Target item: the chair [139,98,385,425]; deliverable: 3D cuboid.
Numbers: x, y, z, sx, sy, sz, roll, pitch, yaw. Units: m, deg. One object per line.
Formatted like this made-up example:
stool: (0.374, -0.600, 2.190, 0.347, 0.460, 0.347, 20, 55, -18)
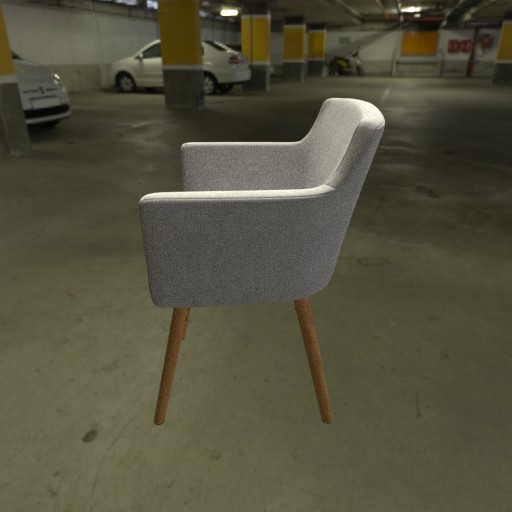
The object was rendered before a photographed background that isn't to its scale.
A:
chair: (0.000, 0.000, 1.175, 0.540, 0.780, 0.570, 0, 25, 0)
